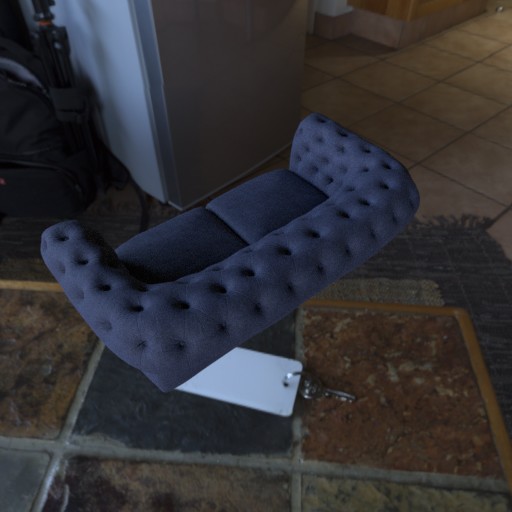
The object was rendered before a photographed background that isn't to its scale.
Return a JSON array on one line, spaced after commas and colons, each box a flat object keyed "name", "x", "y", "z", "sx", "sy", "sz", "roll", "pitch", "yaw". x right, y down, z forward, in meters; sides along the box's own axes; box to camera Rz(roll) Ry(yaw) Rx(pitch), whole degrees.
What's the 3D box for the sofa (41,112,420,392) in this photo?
[{"name": "sofa", "x": 0.000, "y": 0.000, "z": 2.572, "sx": 1.988, "sy": 0.833, "sz": 1.082, "roll": -30, "pitch": 53, "yaw": -26}]
